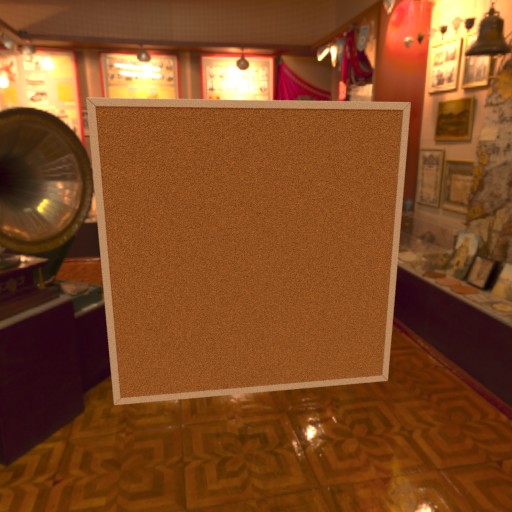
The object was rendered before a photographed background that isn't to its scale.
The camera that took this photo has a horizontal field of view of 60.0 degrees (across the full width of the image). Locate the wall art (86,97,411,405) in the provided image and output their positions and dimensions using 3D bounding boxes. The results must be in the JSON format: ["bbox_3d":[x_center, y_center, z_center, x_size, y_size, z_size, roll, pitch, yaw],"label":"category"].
[{"bbox_3d":[0.000,0.000,0.767,0.508,0.508,0.037,-2,15,-9],"label":"wall art"}]
